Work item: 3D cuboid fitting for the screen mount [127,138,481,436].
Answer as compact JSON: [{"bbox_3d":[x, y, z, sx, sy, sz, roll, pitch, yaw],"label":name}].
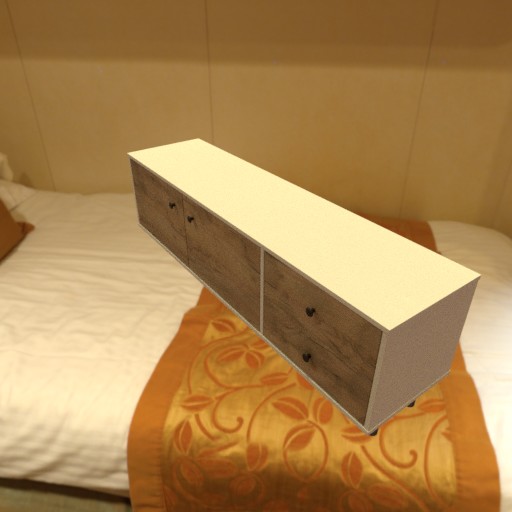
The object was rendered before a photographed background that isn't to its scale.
[{"bbox_3d":[0.000,0.000,1.842,0.418,0.520,1.600,-21,38,-30],"label":"screen mount"}]
